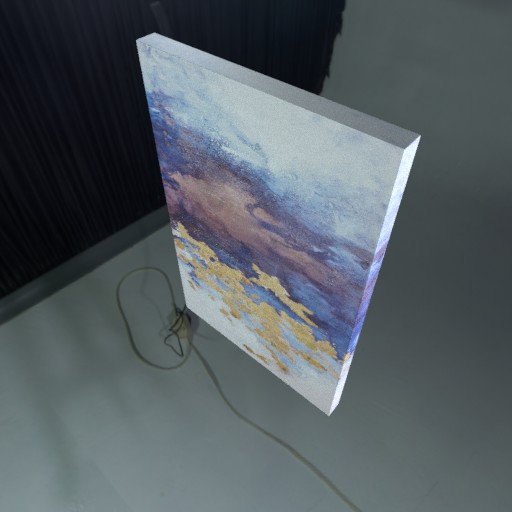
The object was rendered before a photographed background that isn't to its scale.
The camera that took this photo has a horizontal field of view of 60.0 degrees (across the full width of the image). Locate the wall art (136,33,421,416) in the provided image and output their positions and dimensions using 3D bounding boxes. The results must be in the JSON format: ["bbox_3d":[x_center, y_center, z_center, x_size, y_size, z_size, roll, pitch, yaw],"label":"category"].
[{"bbox_3d":[0.000,0.000,1.072,0.583,0.874,0.048,32,55,27],"label":"wall art"}]
